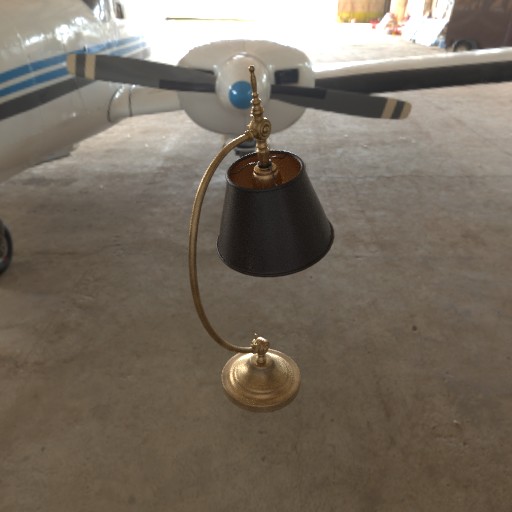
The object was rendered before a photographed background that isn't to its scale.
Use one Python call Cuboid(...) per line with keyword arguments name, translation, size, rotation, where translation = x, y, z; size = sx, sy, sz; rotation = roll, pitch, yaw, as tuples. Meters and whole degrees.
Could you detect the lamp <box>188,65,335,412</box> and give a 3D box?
Cuboid(name="lamp", translation=(0.000, 0.000, 0.846), size=(0.235, 0.675, 0.344), rotation=(22, 37, 33))
